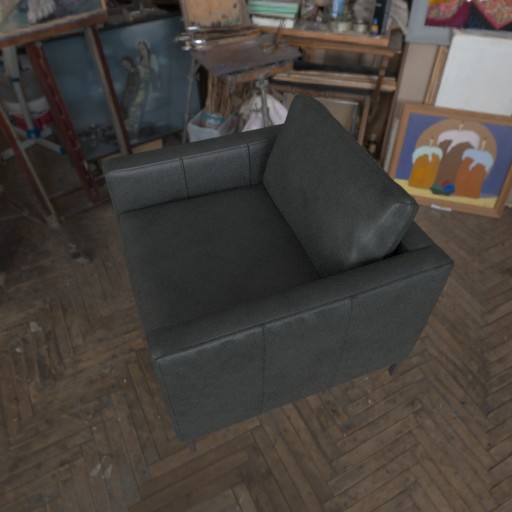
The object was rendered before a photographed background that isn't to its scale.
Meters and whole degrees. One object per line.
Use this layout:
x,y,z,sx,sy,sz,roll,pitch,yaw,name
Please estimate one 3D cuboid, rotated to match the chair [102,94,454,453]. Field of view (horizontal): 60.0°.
0.000,0.000,1.506,0.861,0.824,0.967,-16,48,-14,chair
